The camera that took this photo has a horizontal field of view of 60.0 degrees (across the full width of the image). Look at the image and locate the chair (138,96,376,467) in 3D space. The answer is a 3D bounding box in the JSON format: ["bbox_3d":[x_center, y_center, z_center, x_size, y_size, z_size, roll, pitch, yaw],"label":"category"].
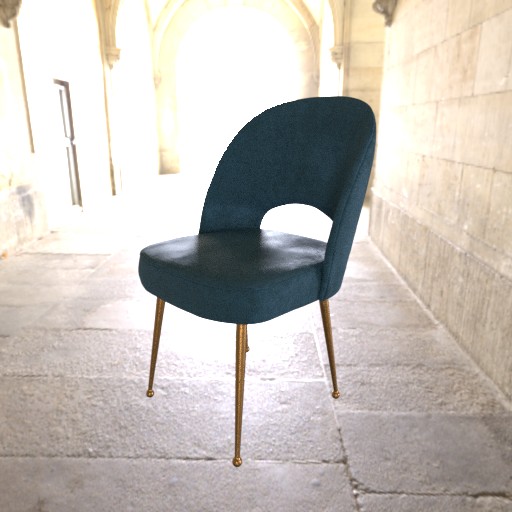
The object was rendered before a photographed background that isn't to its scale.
[{"bbox_3d":[0.000,0.000,1.235,0.577,0.860,0.527,-15,23,-42],"label":"chair"}]
